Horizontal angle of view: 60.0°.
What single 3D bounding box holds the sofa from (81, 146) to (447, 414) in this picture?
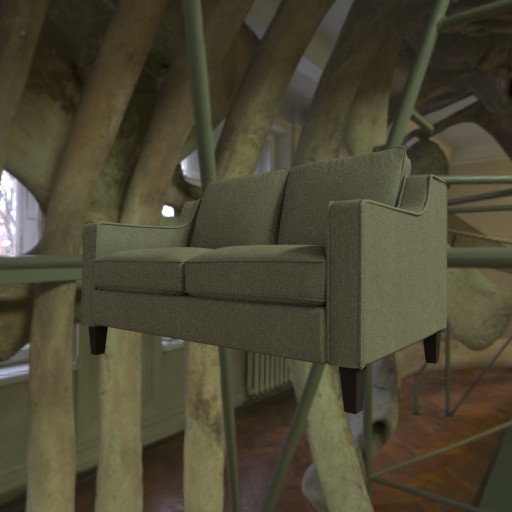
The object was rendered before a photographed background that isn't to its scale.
[{"bbox_3d":[0.000,0.000,2.128,1.503,0.981,0.985,0,-1,37],"label":"sofa"}]
